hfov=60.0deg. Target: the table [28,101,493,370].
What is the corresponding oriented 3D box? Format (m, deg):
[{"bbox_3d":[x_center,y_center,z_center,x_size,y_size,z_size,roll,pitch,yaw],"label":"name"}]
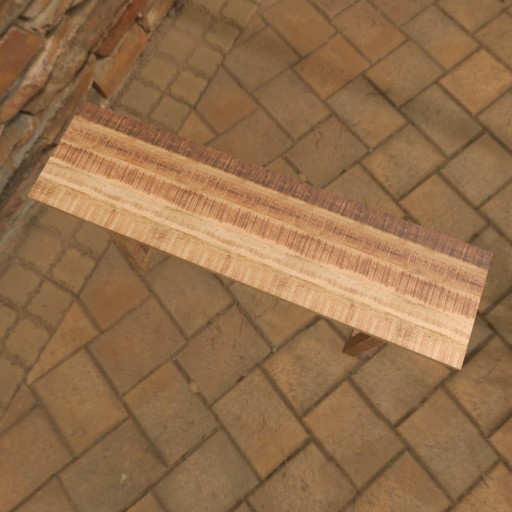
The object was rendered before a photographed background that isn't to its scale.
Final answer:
[{"bbox_3d":[0.000,0.000,1.879,1.524,0.810,0.405,21,76,6],"label":"table"}]
